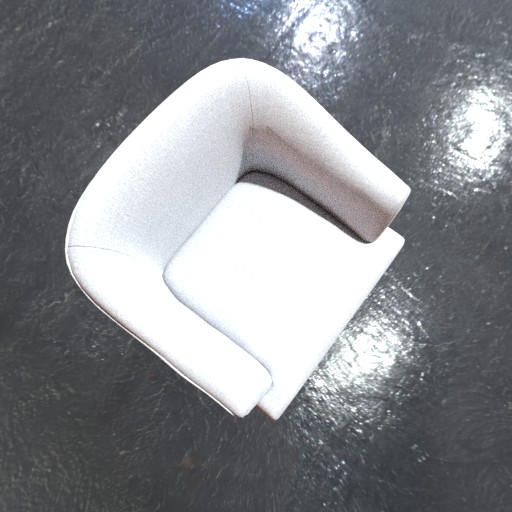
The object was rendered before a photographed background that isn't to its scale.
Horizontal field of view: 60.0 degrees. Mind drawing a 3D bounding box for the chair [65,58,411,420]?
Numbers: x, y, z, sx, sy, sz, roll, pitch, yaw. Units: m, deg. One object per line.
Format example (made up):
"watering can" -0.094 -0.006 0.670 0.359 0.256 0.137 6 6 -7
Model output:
"chair" 0.000 0.000 1.387 0.704 0.815 0.798 37 78 9
